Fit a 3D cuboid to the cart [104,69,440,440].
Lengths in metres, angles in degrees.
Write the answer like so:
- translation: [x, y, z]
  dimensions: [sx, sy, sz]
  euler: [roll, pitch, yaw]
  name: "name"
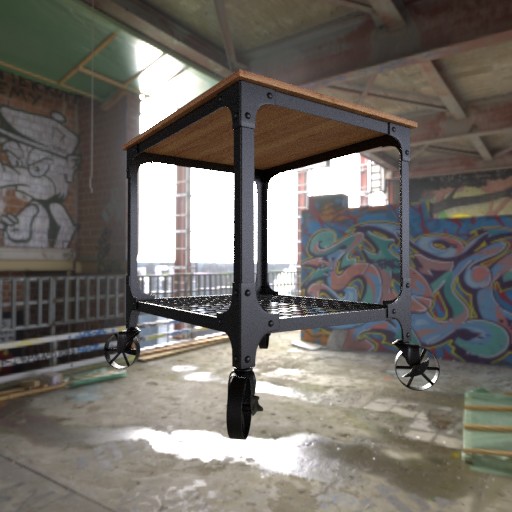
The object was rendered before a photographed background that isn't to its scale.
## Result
- translation: [0.000, 0.000, 1.102]
  dimensions: [0.558, 0.603, 0.666]
  euler: [1, -1, -35]
  name: "cart"
